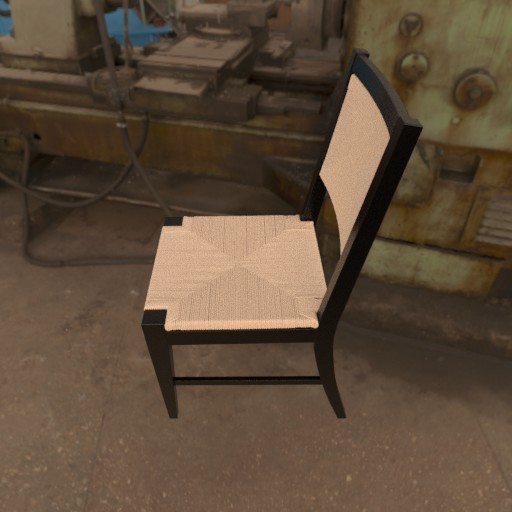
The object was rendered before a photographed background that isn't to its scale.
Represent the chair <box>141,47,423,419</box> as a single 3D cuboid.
[{"bbox_3d":[0.000,0.000,1.186,0.552,0.927,0.437,-1,40,-1],"label":"chair"}]
